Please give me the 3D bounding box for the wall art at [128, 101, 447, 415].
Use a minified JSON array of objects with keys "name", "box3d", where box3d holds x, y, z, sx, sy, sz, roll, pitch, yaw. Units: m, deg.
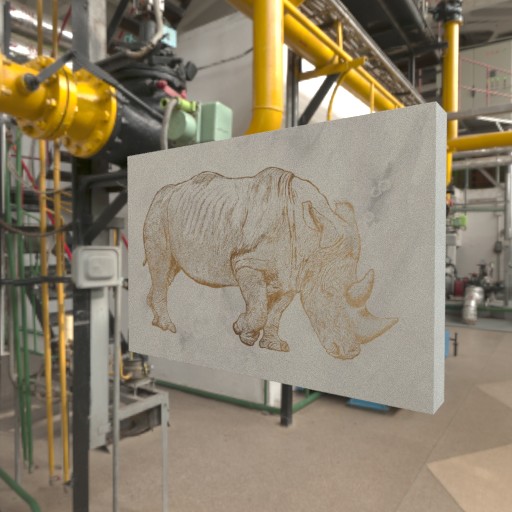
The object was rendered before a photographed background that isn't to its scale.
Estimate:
[{"name":"wall art","box3d":[0.000,0.000,0.484,0.381,0.254,0.038,1,2,35]}]
